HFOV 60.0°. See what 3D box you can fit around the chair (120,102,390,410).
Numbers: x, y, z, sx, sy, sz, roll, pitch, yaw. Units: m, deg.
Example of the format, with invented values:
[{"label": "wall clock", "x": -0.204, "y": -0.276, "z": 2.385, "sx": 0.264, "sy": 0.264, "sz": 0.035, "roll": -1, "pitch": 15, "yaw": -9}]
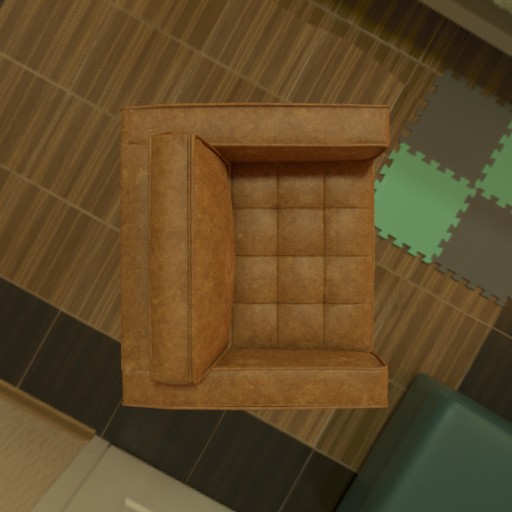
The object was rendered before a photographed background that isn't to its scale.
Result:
[{"label": "chair", "x": 0.000, "y": 0.000, "z": 1.484, "sx": 0.798, "sy": 0.767, "sz": 0.928, "roll": 0, "pitch": 91, "yaw": 0}]
